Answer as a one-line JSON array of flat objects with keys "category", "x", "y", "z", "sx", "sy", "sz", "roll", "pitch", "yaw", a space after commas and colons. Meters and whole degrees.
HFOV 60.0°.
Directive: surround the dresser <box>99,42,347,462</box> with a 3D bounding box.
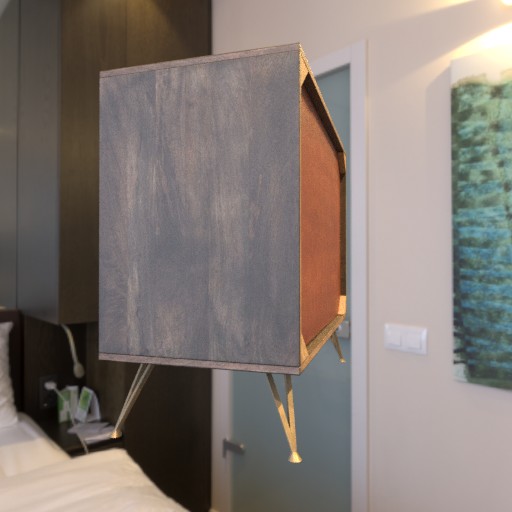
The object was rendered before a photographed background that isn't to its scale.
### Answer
[{"category": "dresser", "x": 0.000, "y": 0.000, "z": 1.344, "sx": 0.453, "sy": 0.801, "sz": 0.923, "roll": 0, "pitch": -1, "yaw": 17}]
